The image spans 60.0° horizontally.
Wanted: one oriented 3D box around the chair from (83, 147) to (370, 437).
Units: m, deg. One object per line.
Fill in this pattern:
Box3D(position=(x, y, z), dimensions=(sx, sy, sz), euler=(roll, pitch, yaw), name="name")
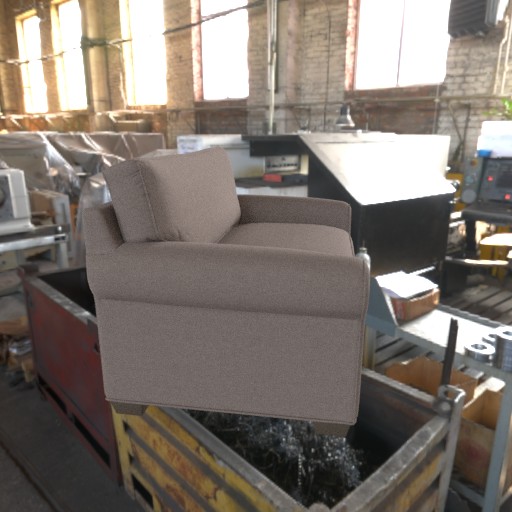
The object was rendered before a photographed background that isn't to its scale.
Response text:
Box3D(position=(0.000, 0.000, 2.021), dimensions=(0.930, 0.930, 1.390), euler=(2, 16, 9), name="chair")
